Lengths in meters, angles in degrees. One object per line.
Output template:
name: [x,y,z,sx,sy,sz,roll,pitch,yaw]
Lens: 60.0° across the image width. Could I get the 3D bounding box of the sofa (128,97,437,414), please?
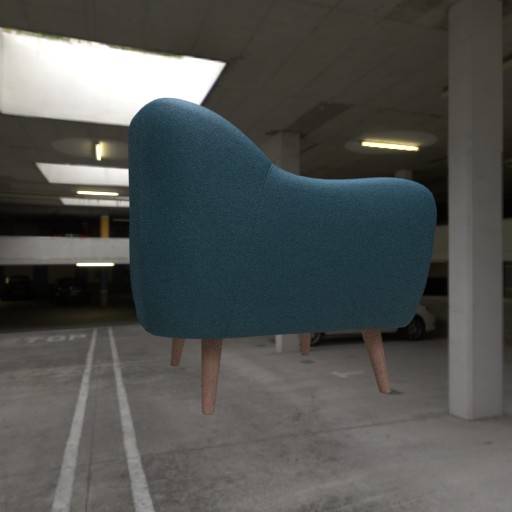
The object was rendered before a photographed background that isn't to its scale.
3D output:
sofa: [0.000,0.000,1.488,0.825,0.817,0.836,0,0,-19]
